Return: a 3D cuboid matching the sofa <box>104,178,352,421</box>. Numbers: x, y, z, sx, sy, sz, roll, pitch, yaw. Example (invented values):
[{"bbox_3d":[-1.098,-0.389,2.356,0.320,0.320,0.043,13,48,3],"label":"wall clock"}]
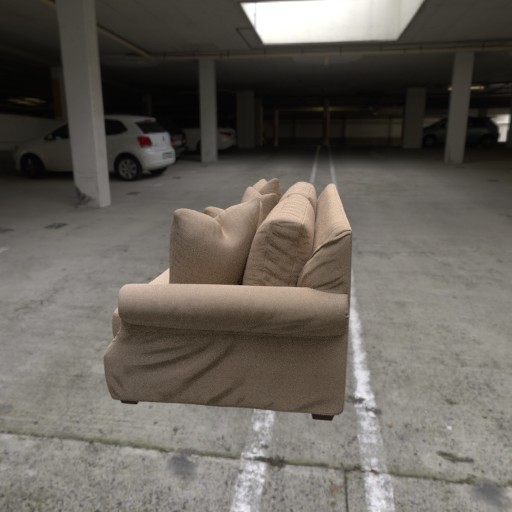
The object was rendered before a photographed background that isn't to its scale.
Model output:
[{"bbox_3d":[0.000,0.000,2.827,1.067,0.904,2.285,2,14,8],"label":"sofa"}]
